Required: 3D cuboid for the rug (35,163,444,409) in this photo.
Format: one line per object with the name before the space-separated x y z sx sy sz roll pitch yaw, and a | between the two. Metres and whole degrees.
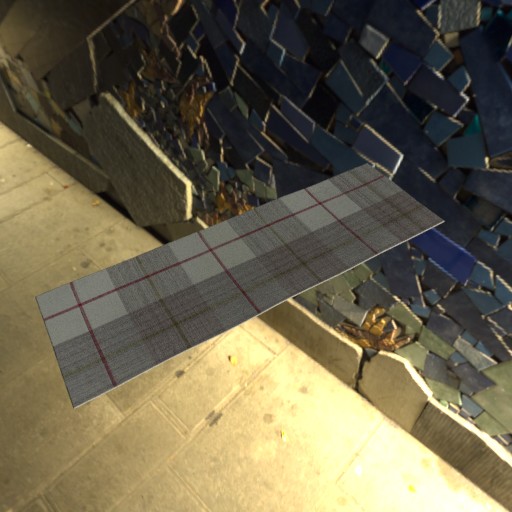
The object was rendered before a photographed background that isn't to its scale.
rug | 0.000 0.000 2.698 2.439 0.013 0.762 -24 51 -21
